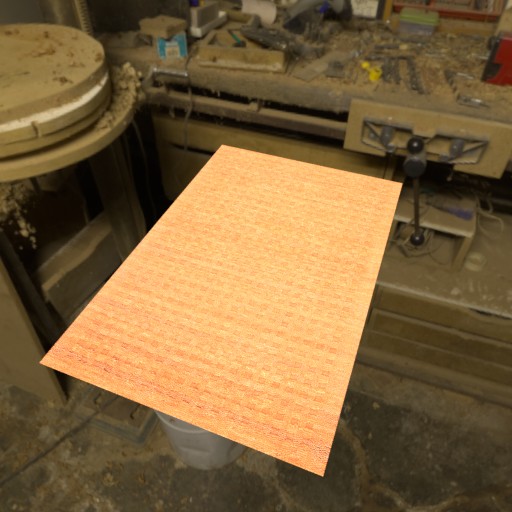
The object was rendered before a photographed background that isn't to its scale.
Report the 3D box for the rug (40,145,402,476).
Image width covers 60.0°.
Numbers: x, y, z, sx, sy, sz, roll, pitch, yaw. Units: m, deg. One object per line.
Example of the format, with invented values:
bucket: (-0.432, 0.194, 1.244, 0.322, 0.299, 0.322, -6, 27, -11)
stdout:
rug: (0.000, 0.000, 2.862, 1.524, 0.006, 2.285, 16, 47, 15)
